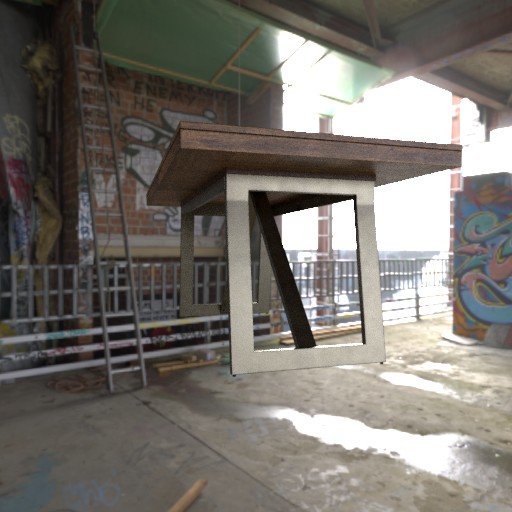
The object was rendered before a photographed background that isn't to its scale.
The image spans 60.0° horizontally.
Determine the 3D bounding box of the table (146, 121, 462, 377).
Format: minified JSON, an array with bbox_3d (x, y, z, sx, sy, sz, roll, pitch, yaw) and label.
[{"bbox_3d":[0.000,0.000,2.126,0.931,0.757,1.641,0,1,-17],"label":"table"}]
